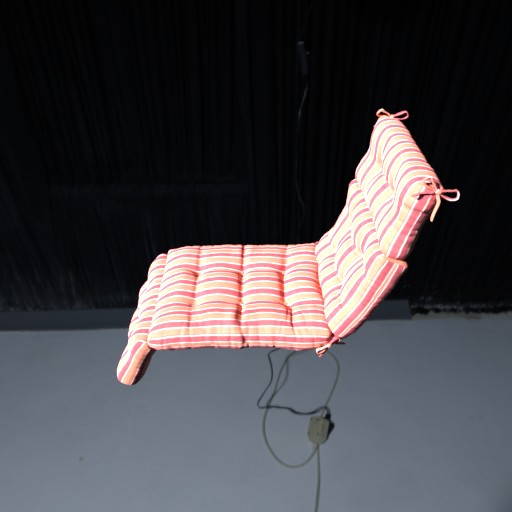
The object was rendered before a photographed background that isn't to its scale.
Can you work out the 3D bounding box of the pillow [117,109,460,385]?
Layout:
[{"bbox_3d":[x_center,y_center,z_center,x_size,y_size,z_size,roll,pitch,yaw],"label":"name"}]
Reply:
[{"bbox_3d":[0.000,0.000,1.535,1.016,0.863,0.526,0,39,0],"label":"pillow"}]
